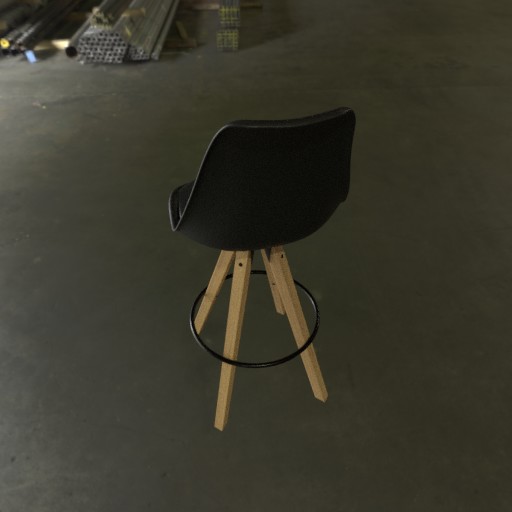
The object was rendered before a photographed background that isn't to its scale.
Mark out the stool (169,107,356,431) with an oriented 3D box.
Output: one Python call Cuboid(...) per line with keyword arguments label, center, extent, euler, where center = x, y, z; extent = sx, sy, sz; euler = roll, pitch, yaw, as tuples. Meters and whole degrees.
Cuboid(label="stool", center=(0.000, 0.000, 1.376), extent=(0.485, 1.115, 0.550), euler=(-11, 42, -13))
